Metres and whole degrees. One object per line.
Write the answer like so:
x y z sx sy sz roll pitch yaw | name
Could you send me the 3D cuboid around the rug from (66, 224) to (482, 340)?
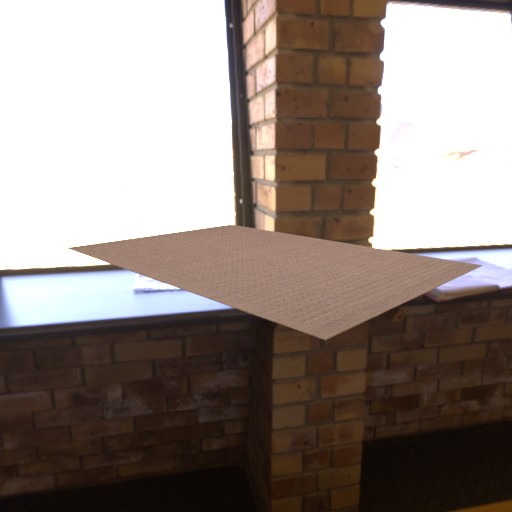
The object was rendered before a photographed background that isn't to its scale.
0.000 0.000 3.696 1.981 0.006 2.895 -12 18 -43 | rug
